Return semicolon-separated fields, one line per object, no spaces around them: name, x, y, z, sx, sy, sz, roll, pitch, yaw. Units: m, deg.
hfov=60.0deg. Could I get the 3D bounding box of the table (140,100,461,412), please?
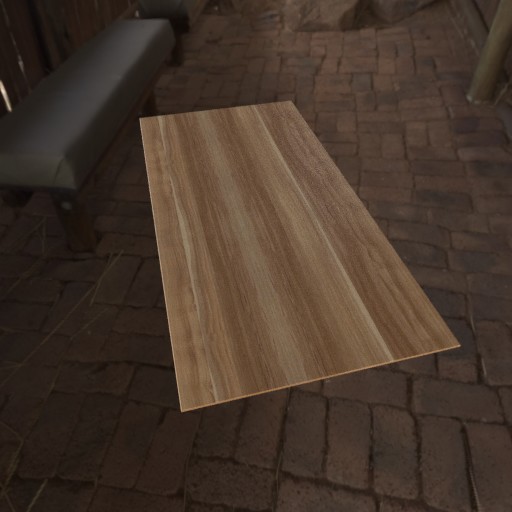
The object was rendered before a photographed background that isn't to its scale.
table;0.000;0.000;2.454;1.000;0.770;2.000;-10;45;-10
